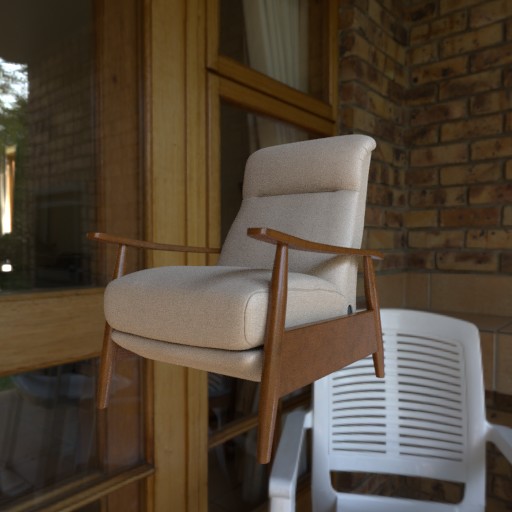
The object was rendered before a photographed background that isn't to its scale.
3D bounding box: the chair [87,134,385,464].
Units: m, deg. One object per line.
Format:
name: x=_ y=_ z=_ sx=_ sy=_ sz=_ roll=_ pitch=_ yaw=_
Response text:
chair: x=0.000 y=0.000 z=1.775 sx=0.762 sy=1.082 sz=1.030 roll=1 pitch=2 yaw=35
